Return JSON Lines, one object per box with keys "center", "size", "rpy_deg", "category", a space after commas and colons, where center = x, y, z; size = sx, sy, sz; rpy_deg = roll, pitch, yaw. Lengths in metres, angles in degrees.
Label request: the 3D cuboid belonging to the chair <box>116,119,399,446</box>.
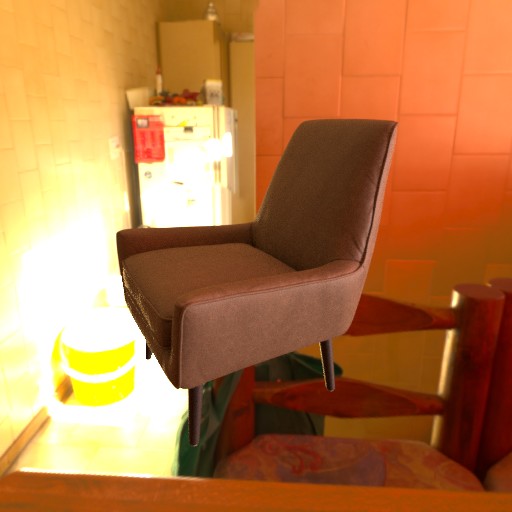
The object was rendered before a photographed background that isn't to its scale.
{"center": [0.000, 0.000, 1.502], "size": [0.824, 0.888, 0.787], "rpy_deg": [-8, 19, -26], "category": "chair"}
